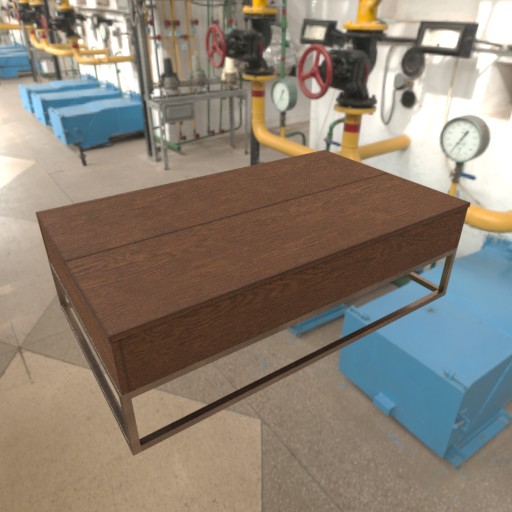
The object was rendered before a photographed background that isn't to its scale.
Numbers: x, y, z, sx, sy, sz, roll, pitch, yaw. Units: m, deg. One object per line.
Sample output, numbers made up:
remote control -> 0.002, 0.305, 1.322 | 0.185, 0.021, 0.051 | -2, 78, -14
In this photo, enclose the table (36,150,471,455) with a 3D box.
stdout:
table -> 0.000, 0.000, 1.478 | 1.167, 0.361, 0.719 | -19, 35, -29
